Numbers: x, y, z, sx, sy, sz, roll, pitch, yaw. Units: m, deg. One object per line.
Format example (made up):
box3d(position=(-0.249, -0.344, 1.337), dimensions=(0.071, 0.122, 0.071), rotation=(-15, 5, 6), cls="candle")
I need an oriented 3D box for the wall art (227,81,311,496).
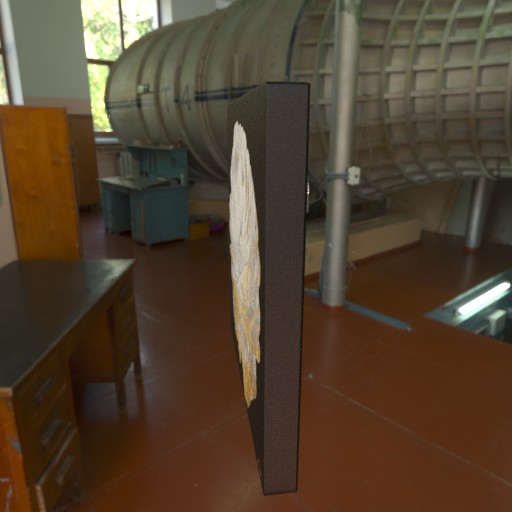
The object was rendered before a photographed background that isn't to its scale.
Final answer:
box3d(position=(0.000, 0.000, 0.601), dimensions=(0.041, 0.407, 0.406), rotation=(-2, 16, -8), cls="wall art")
